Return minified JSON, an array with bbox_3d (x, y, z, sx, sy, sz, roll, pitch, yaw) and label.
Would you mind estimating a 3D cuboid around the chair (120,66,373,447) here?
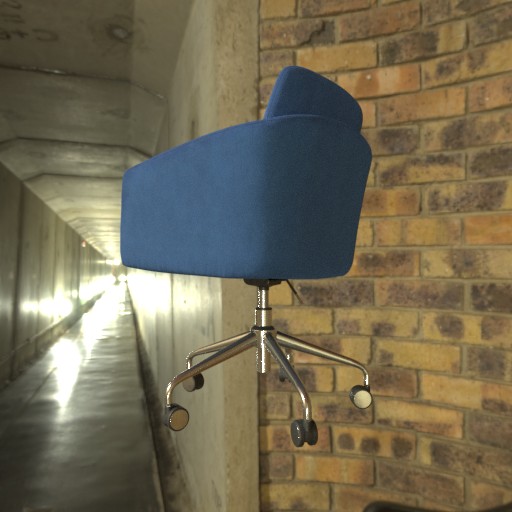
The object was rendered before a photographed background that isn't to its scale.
[{"bbox_3d":[0.000,0.000,1.354,0.635,0.908,0.641,0,-1,36],"label":"chair"}]
